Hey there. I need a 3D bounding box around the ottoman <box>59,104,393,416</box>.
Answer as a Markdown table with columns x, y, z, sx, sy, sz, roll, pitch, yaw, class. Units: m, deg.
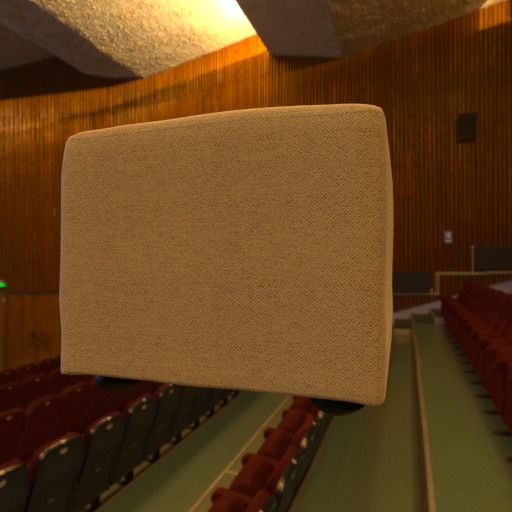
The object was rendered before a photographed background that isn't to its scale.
| x | y | z | sx | sy | sz | roll | pitch | yaw | class |
| --- | --- | --- | --- | --- | --- | --- | --- | --- | --- |
| 0.000 | 0.000 | 0.876 | 0.512 | 0.453 | 0.521 | 0 | 1 | 18 | ottoman |
